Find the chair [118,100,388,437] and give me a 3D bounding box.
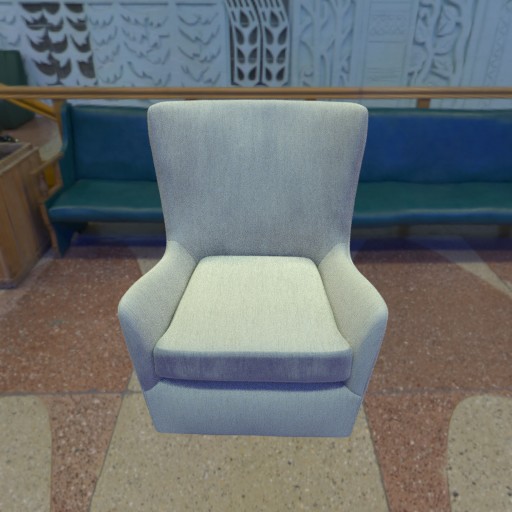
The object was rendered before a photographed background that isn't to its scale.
[{"bbox_3d":[0.000,0.000,1.641,0.779,1.000,0.904,1,30,1],"label":"chair"}]
